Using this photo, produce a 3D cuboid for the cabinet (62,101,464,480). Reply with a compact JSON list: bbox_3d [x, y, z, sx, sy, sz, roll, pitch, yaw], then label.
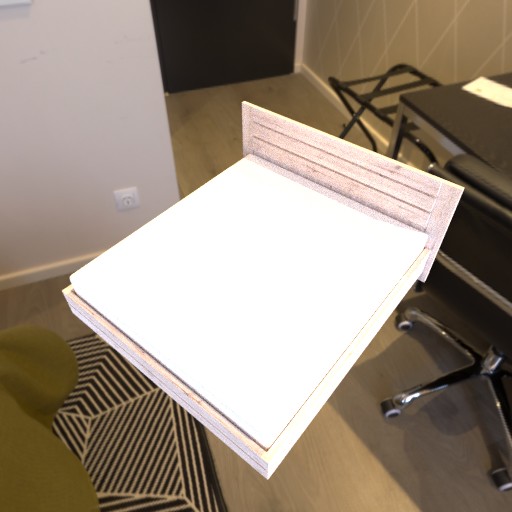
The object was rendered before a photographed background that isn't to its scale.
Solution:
[{"bbox_3d":[0.000,0.000,3.207,1.950,0.970,2.080,30,53,26],"label":"cabinet"}]
